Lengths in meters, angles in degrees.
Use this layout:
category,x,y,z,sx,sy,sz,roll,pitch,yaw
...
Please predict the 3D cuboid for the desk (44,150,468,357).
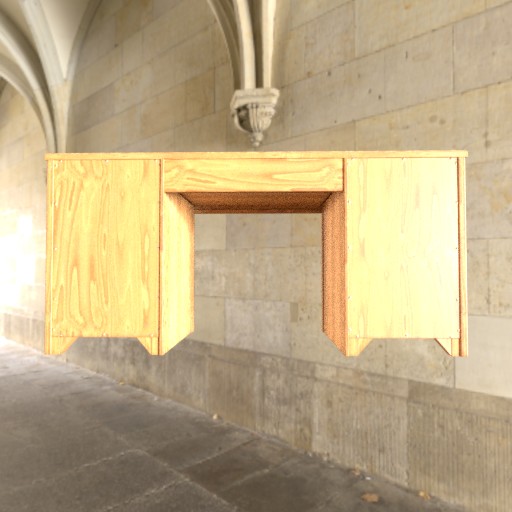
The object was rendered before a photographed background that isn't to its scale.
category,x,y,z,sx,sy,sz,roll,pitch,yaw
desk,0.000,0.000,1.971,1.567,0.751,0.685,0,-2,2
